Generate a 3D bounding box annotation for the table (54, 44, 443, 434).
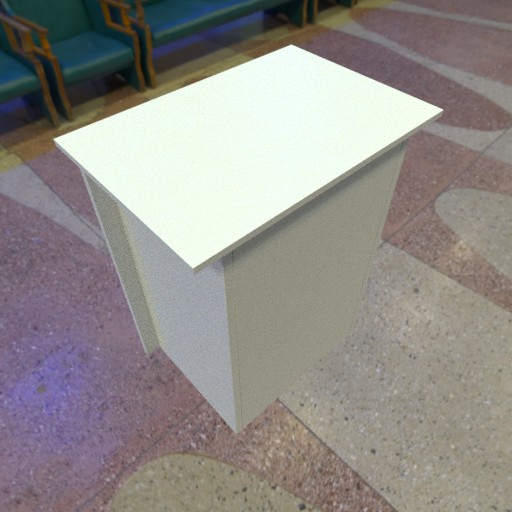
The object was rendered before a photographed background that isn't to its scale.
[{"bbox_3d":[0.000,0.000,1.066,0.589,0.711,0.406,-34,56,-27],"label":"table"}]
